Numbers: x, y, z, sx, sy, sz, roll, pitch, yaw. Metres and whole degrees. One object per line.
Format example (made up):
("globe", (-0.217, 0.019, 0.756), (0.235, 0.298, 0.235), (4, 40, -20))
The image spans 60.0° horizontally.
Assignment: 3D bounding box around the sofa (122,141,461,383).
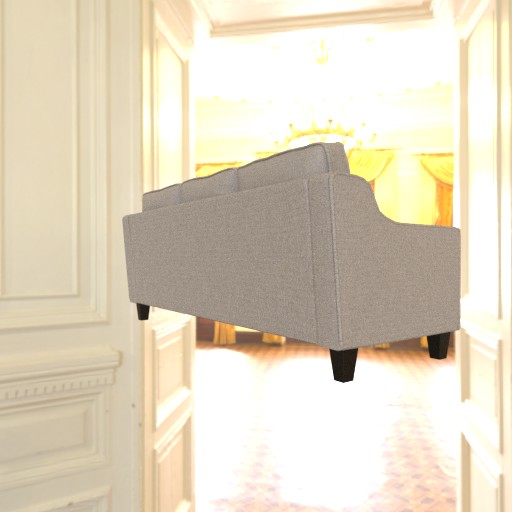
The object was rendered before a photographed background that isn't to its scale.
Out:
("sofa", (0.000, 0.000, 2.677), (0.899, 0.950, 2.129), (0, 0, -36))
